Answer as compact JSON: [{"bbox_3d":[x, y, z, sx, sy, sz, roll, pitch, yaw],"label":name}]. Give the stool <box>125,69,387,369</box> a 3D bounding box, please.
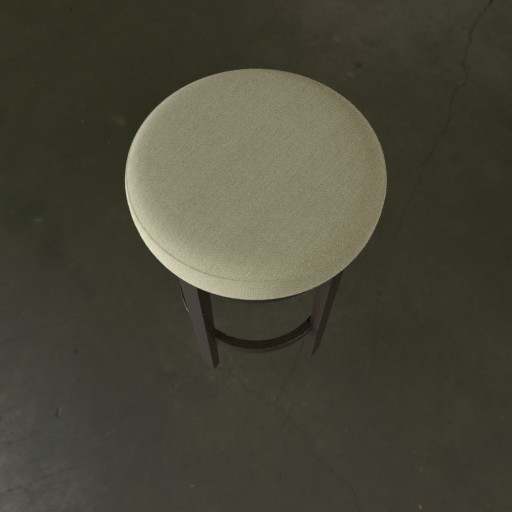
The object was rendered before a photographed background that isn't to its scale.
[{"bbox_3d":[0.000,0.000,1.032,0.446,0.758,0.446,0,65,0],"label":"stool"}]
